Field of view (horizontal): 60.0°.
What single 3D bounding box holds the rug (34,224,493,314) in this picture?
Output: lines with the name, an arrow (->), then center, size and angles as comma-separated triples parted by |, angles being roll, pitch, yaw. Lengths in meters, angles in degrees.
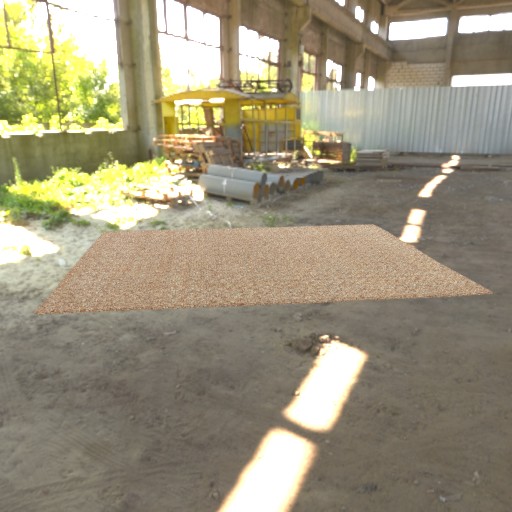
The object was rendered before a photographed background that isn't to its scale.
rug -> 0.000, 0.000, 2.753 | 2.141, 0.013, 1.566 | -2, 17, -7
